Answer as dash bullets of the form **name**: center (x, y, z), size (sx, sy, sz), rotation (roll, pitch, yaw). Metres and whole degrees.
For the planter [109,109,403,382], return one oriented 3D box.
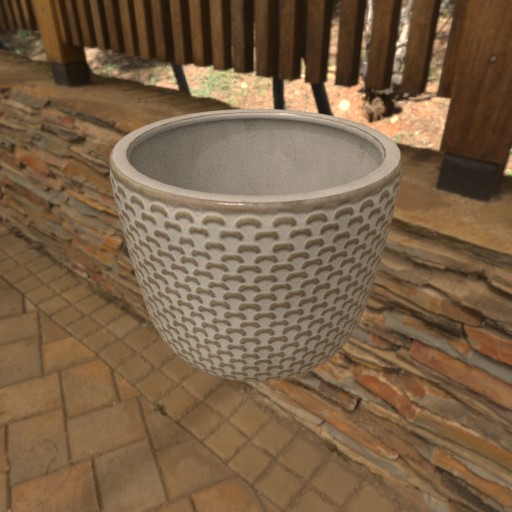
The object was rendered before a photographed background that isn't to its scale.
- **planter**: center (0.000, 0.000, 0.308), size (0.173, 0.160, 0.173), rotation (0, 32, 0)
